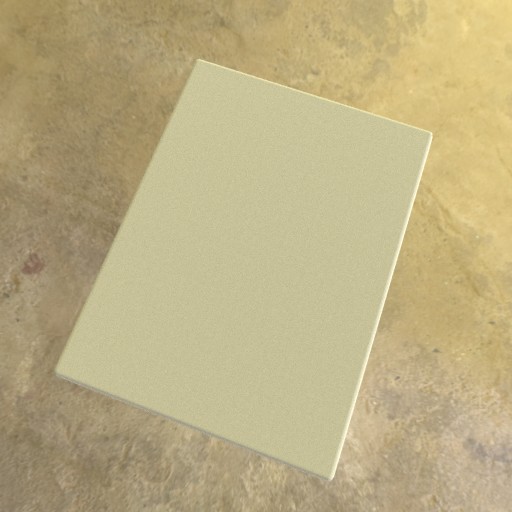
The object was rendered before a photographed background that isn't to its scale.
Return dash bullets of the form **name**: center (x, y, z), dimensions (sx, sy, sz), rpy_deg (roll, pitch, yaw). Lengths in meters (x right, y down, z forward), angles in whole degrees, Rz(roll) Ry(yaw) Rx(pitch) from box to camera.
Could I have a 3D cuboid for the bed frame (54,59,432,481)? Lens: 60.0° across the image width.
- **bed frame**: center (0.000, 0.000, 3.486), dimensions (1.990, 0.680, 2.635), rpy_deg (19, 77, 5)
